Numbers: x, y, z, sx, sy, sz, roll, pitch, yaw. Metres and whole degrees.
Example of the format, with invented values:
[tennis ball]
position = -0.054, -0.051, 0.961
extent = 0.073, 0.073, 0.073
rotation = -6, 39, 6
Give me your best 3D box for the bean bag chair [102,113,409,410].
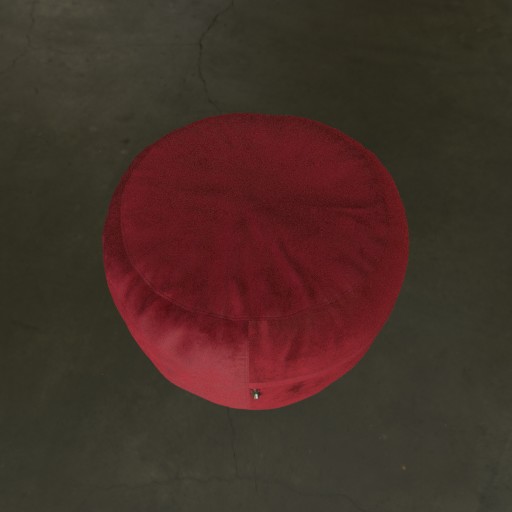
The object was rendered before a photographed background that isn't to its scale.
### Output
[bean bag chair]
position = 0.000, 0.000, 1.932
extent = 1.219, 0.762, 1.219
rotation = 0, 57, 0
